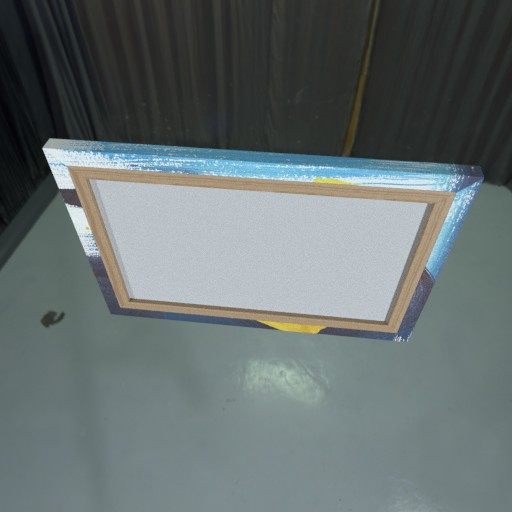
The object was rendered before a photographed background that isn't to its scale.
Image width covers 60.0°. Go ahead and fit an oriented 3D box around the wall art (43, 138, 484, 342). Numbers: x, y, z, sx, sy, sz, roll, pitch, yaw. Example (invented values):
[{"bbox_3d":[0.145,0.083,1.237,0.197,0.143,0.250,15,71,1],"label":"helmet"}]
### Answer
[{"bbox_3d":[0.000,0.000,1.148,0.914,0.610,0.039,5,47,4],"label":"wall art"}]
